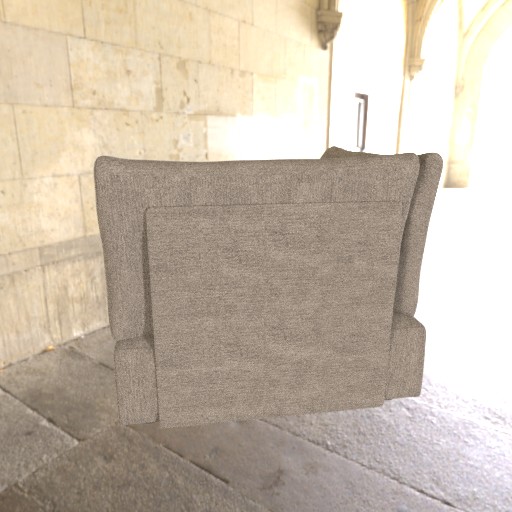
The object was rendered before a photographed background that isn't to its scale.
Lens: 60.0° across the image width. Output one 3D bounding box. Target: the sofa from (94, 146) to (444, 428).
[{"bbox_3d":[0.000,0.000,1.732,1.000,0.820,1.000,-2,15,-9],"label":"sofa"}]
